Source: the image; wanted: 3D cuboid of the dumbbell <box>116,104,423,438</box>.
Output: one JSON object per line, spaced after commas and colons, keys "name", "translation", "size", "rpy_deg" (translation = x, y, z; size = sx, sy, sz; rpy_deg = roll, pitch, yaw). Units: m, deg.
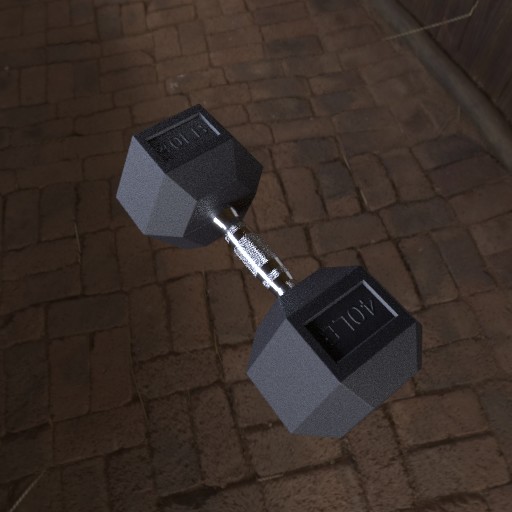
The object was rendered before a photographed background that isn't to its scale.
{"name": "dumbbell", "translation": [0.000, 0.000, 0.451], "size": [0.157, 0.137, 0.361], "rpy_deg": [-33, 65, -18]}
